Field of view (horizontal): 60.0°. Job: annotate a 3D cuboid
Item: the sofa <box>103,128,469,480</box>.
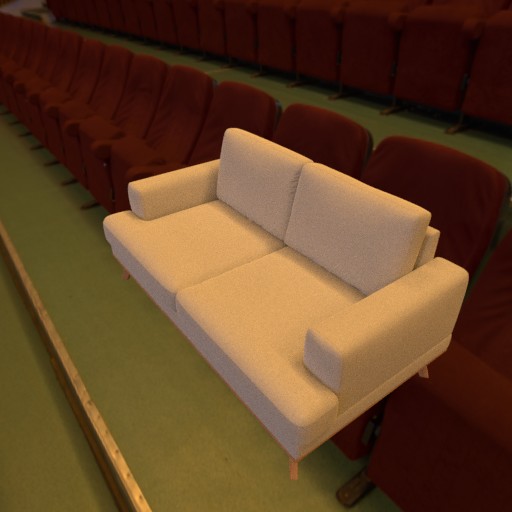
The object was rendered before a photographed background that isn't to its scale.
[{"bbox_3d":[0.000,0.000,2.102,0.915,0.810,1.651,-23,40,-30],"label":"sofa"}]
